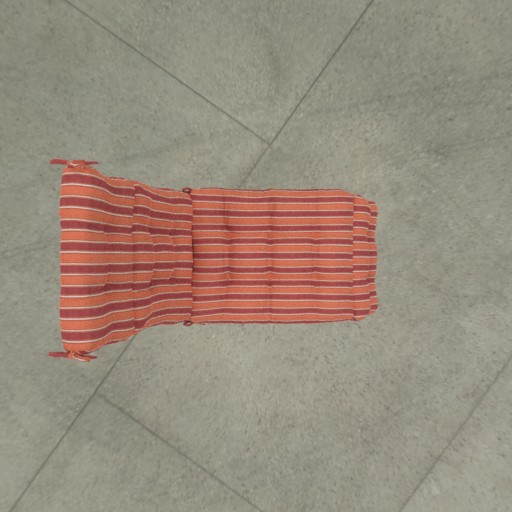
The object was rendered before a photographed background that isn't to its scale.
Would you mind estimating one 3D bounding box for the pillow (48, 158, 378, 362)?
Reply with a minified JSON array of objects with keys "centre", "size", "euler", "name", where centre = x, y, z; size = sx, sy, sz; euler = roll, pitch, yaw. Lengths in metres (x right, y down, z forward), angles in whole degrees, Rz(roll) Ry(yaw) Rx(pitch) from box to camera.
[{"centre":[0.000,0.000,1.489],"size":[1.016,0.863,0.526],"euler":[0,90,1],"name":"pillow"}]
